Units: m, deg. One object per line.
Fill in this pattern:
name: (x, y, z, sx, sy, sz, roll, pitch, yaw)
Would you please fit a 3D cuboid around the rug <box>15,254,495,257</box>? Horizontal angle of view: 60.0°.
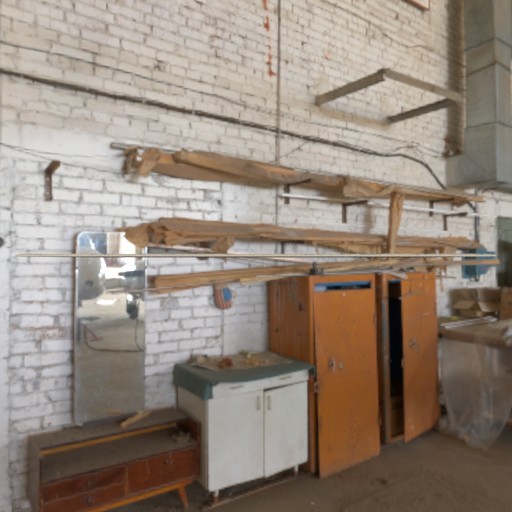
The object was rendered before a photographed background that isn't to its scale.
rug: (0.000, 0.000, 1.421, 1.220, 0.007, 0.605, 0, 0, 0)
